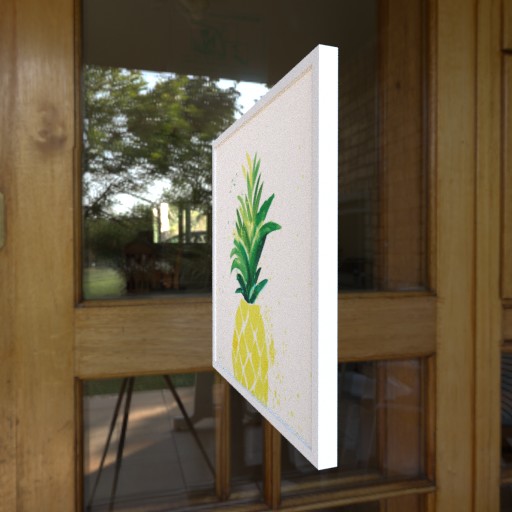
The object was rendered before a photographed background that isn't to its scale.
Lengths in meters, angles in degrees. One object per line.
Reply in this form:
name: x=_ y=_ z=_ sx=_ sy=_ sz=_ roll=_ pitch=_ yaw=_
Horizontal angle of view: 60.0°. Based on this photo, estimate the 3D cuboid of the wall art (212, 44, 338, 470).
wall art: x=0.000 y=0.000 z=1.157 sx=0.038 sy=0.761 sz=0.763 roll=0 pitch=1 yaw=-20
